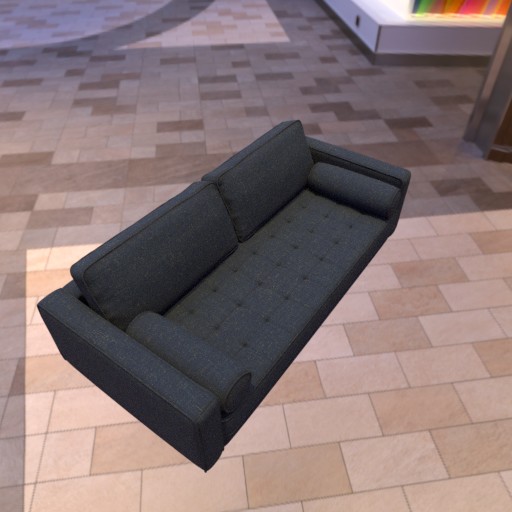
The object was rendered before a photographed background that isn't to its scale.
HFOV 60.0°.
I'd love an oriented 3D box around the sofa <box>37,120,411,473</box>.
[{"bbox_3d":[0.000,0.000,2.310,0.914,0.762,1.880,26,49,25],"label":"sofa"}]
